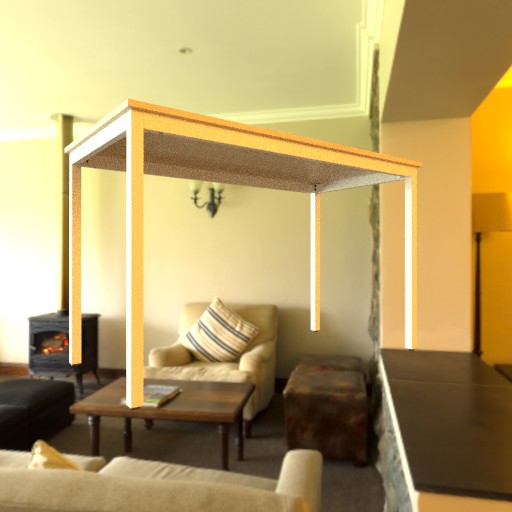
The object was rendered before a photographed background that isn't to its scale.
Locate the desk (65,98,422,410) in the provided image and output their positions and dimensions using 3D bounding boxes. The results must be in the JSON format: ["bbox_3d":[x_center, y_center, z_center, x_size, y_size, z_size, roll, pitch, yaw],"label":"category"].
[{"bbox_3d":[0.000,0.000,1.646,1.200,0.750,0.600,0,0,-37],"label":"desk"}]
